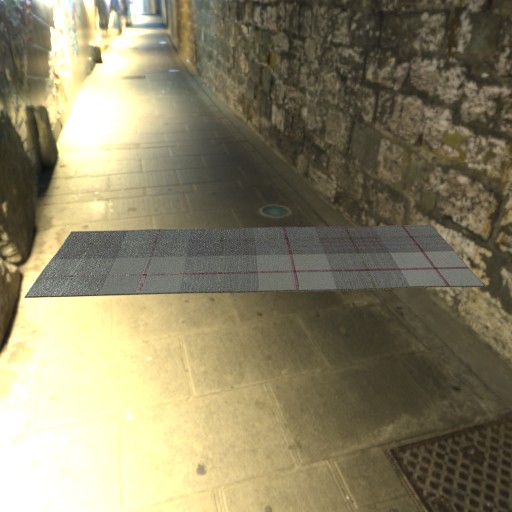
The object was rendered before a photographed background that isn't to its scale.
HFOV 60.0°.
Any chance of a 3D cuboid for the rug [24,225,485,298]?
[{"bbox_3d":[0.000,0.000,2.670,2.439,0.013,0.762,-1,30,-2],"label":"rug"}]
